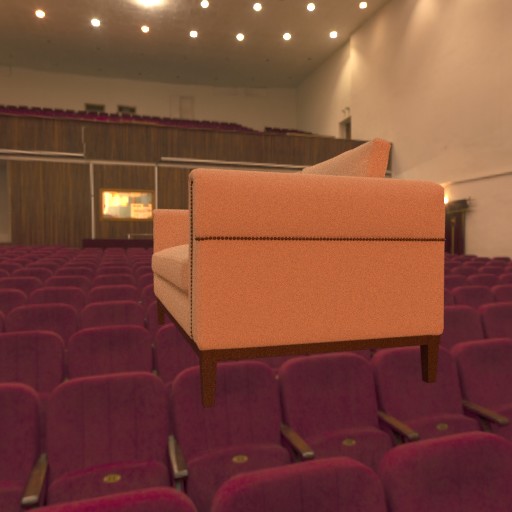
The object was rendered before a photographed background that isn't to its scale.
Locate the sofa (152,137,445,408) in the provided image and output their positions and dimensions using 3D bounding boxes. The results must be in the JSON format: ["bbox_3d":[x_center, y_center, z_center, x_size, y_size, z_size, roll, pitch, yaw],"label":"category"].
[{"bbox_3d":[0.000,0.000,2.157,0.905,0.873,1.598,0,1,-17],"label":"sofa"}]
